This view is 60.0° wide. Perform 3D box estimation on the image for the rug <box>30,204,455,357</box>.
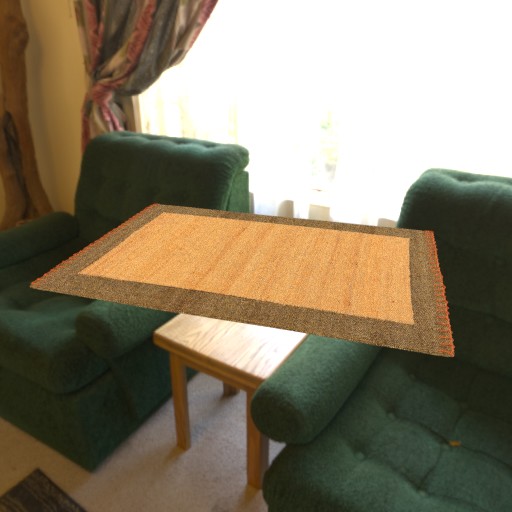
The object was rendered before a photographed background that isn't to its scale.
[{"bbox_3d":[0.000,0.000,2.315,1.838,0.019,1.220,7,26,15],"label":"rug"}]
